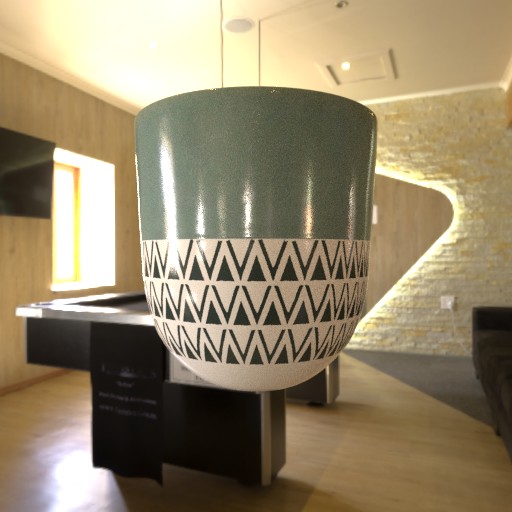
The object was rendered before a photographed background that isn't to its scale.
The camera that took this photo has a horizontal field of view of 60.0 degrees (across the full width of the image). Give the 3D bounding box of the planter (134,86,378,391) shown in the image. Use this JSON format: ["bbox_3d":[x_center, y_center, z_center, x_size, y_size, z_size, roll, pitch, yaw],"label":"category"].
[{"bbox_3d":[0.000,0.000,0.375,0.198,0.214,0.198,0,1,0],"label":"planter"}]
